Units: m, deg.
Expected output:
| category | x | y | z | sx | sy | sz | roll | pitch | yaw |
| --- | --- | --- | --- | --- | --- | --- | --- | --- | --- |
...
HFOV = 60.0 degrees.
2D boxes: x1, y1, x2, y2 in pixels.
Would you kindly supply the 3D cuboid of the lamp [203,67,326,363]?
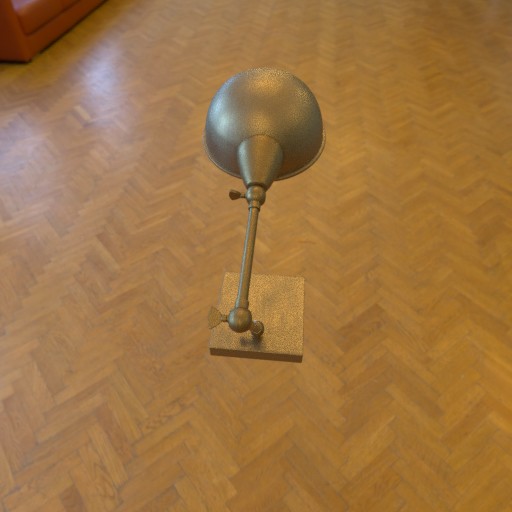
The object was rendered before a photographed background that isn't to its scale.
| category | x | y | z | sx | sy | sz | roll | pitch | yaw |
| --- | --- | --- | --- | --- | --- | --- | --- | --- | --- |
| lamp | 0.000 | 0.000 | 0.546 | 0.149 | 0.371 | 0.339 | 4 | 45 | 4 |
